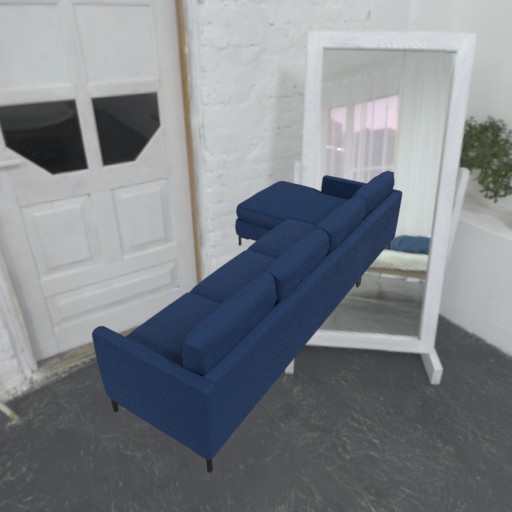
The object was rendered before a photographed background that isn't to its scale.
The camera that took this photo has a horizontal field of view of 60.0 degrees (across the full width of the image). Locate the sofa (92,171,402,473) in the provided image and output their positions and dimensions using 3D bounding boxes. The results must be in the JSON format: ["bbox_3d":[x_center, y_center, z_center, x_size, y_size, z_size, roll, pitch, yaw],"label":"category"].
[{"bbox_3d":[0.000,0.000,2.869,1.128,0.679,2.450,18,35,28],"label":"sofa"}]
